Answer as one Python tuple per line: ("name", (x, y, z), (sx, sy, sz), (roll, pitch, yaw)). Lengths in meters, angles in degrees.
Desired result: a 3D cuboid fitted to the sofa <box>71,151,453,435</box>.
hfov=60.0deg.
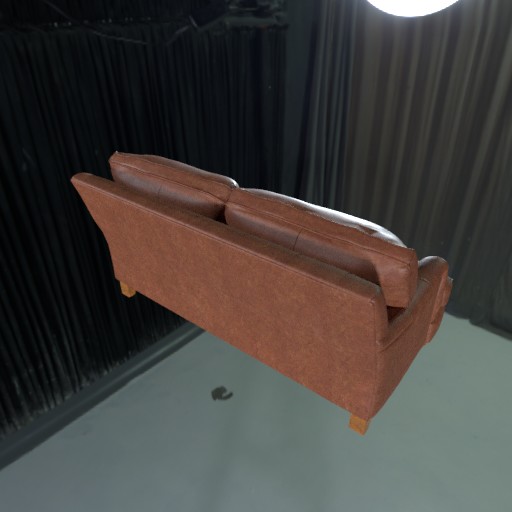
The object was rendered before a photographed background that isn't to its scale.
("sofa", (0.000, 0.000, 2.793), (2.144, 1.071, 1.147), (22, 38, 32))
